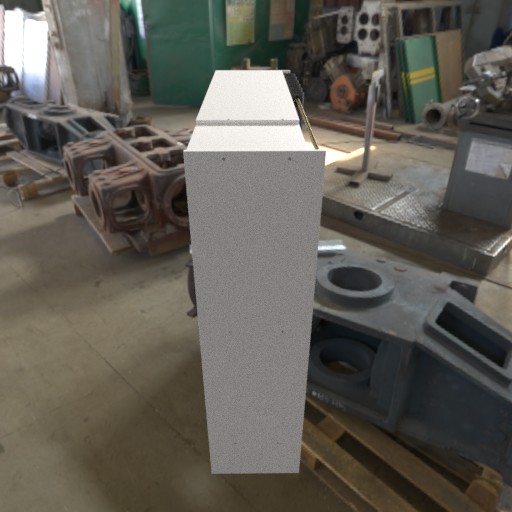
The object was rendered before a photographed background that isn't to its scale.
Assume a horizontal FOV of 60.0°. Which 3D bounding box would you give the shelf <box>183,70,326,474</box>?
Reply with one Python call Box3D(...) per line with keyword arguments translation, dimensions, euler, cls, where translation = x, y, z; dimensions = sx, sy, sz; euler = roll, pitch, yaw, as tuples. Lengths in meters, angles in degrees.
Box3D(translation=(0.000, 0.000, 2.631), dimensions=(0.500, 1.810, 1.600), euler=(0, 32, 0), cls="shelf")
